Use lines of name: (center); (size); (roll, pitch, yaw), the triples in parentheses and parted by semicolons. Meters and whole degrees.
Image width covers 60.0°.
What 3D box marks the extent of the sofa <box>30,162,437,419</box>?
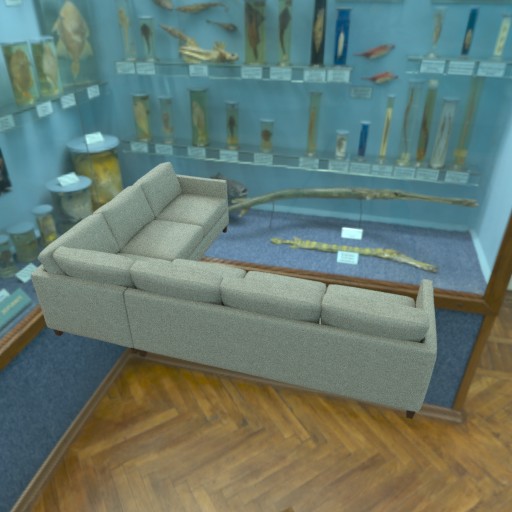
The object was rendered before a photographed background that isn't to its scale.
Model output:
sofa: (0.000, 0.000, 4.500); (3.333, 0.934, 2.522); (9, 33, 14)
